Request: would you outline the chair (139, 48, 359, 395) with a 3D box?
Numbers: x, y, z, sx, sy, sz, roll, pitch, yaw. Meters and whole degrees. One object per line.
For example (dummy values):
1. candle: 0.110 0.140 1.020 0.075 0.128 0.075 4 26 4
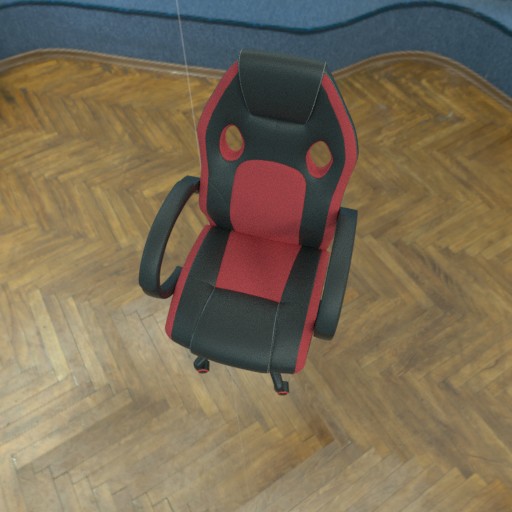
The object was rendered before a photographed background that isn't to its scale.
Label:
1. chair: 0.000 0.000 1.610 0.673 1.187 0.724 13 58 8
